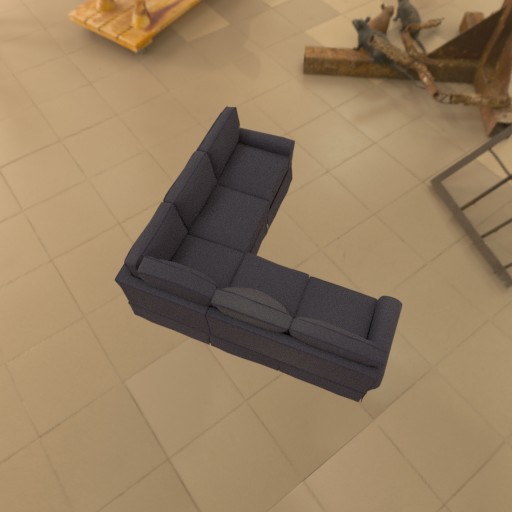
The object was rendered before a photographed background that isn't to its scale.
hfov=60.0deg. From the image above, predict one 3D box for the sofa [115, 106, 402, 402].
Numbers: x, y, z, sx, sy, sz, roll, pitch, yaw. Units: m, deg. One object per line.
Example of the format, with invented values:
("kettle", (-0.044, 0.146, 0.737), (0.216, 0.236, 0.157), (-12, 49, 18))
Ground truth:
("sofa", (0.000, 0.000, 5.021), (2.874, 1.169, 3.773), (-33, 64, -18))
